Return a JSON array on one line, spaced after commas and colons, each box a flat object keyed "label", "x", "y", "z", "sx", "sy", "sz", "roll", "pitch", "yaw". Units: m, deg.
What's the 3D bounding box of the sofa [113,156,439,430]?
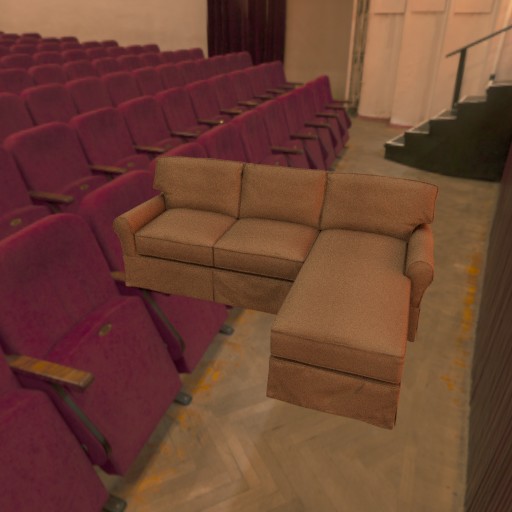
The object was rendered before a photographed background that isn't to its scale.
[{"label": "sofa", "x": 0.000, "y": 0.000, "z": 3.283, "sx": 2.475, "sy": 0.978, "sz": 1.733, "roll": 9, "pitch": 29, "yaw": 17}]
